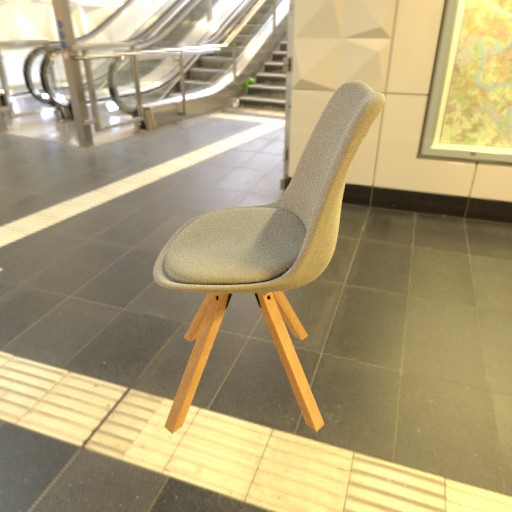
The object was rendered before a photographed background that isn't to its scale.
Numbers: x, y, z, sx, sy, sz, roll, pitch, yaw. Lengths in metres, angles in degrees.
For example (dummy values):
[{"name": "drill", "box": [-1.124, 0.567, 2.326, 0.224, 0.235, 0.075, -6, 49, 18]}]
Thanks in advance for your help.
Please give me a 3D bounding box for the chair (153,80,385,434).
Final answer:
[{"name": "chair", "box": [0.000, 0.000, 1.200, 0.549, 0.863, 0.474, 0, 28, 0]}]
